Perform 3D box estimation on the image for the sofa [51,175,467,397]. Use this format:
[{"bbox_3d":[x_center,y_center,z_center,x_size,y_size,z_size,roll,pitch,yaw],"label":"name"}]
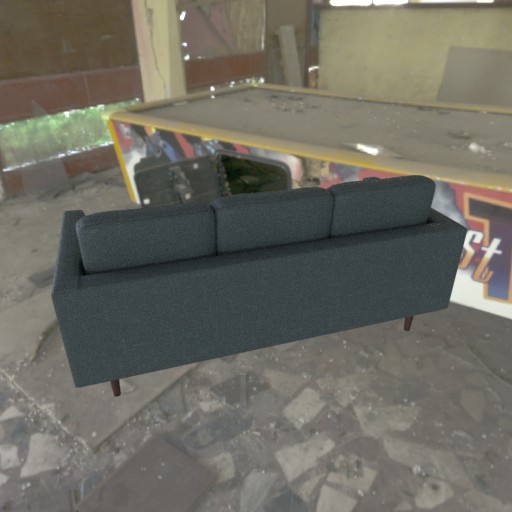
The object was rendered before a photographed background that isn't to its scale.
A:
[{"bbox_3d":[0.000,0.000,2.527,2.013,0.945,0.935,-9,30,-16],"label":"sofa"}]
